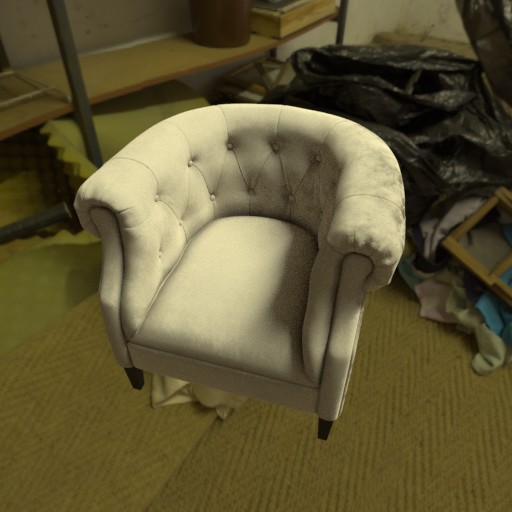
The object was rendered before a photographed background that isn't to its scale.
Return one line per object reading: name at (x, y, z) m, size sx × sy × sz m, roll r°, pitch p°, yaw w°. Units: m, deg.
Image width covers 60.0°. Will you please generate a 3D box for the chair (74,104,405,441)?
chair at (0.000, 0.000, 1.578) m, size 0.904 × 0.826 × 0.851 m, roll 11°, pitch 42°, yaw 12°
